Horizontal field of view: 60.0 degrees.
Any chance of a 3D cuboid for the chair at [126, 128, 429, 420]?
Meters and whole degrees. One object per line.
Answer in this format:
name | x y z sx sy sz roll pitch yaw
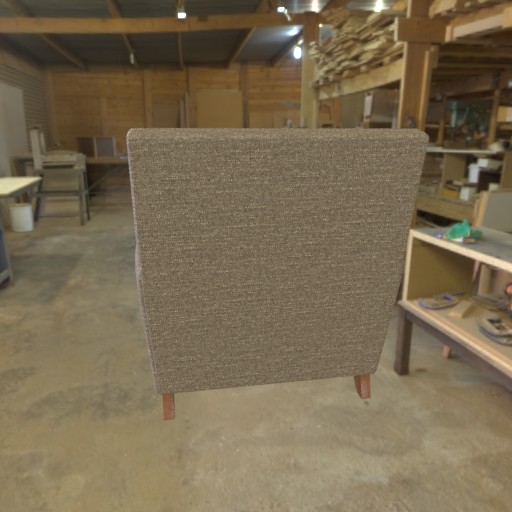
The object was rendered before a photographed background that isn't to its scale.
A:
chair | 0.000 0.000 1.613 0.838 0.885 0.875 -3 16 -10
